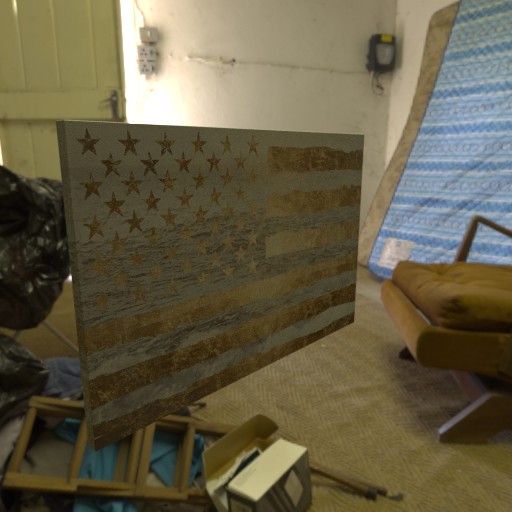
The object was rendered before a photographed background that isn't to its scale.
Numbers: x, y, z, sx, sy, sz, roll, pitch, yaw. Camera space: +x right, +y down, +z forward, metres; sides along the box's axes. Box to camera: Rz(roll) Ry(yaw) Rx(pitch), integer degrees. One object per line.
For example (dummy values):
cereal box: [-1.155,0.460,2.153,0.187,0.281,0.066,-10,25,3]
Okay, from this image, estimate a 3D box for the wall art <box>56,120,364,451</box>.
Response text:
wall art: [0.000,0.000,1.387,0.041,0.762,1.145,13,18,43]
